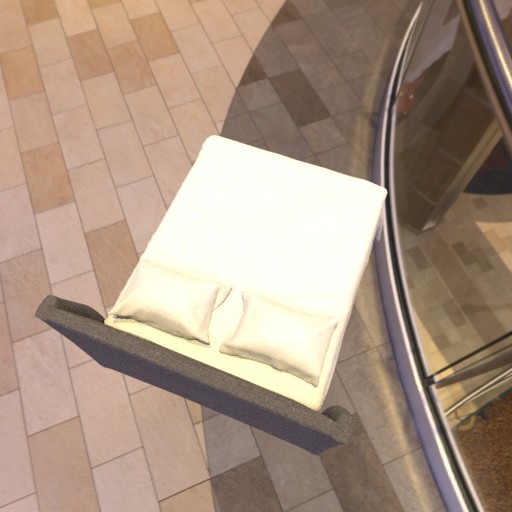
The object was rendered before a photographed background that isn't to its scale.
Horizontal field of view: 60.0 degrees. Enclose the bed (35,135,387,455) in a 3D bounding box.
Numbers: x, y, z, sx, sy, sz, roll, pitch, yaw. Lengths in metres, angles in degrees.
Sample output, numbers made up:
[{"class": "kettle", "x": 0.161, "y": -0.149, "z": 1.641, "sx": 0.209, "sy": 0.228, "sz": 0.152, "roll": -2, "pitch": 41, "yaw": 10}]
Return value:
[{"class": "bed", "x": 0.000, "y": 0.000, "z": 3.454, "sx": 1.925, "sy": 1.332, "sz": 2.276, "roll": 19, "pitch": 65, "yaw": 9}]
